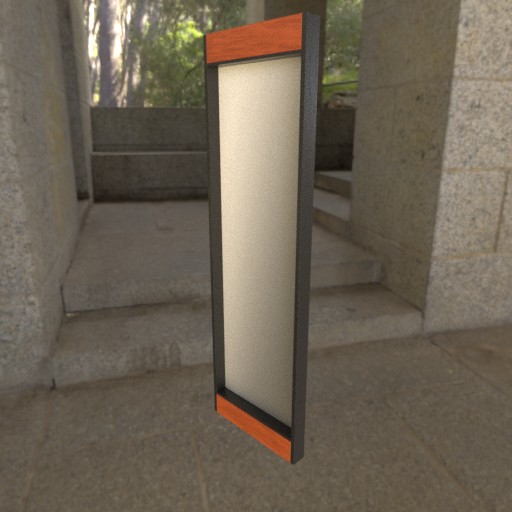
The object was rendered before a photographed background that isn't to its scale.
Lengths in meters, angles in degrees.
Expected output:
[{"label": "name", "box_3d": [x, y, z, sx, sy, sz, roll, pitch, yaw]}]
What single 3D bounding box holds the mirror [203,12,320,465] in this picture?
[{"label": "mirror", "box_3d": [0.000, 0.000, 1.197, 0.047, 1.123, 0.343, -16, 23, -42]}]
